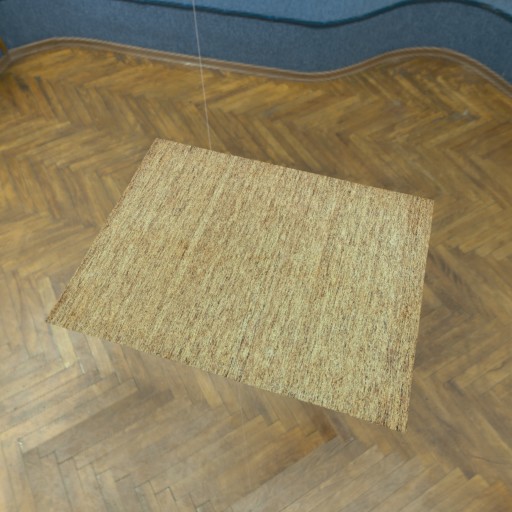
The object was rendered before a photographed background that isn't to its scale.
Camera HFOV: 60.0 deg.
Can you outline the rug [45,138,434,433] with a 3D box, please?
[{"bbox_3d":[0.000,0.000,4.328,3.200,0.012,2.438,15,59,9],"label":"rug"}]
